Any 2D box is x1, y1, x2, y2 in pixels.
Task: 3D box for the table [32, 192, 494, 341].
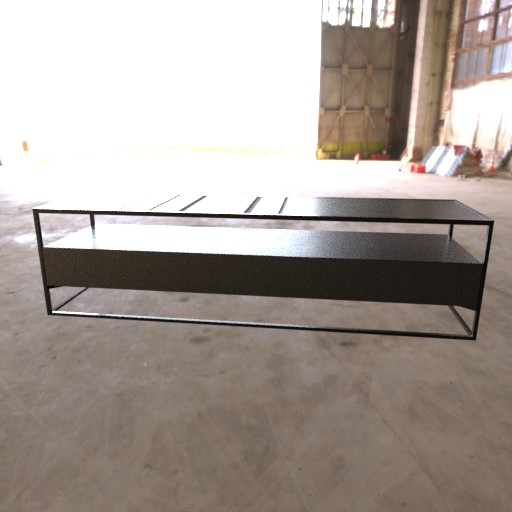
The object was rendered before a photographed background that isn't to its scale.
[{"bbox_3d":[0.000,0.000,1.660,1.486,0.395,0.399,2,16,7],"label":"table"}]
